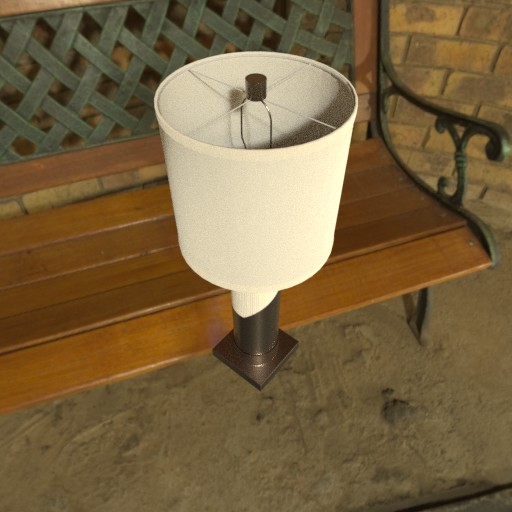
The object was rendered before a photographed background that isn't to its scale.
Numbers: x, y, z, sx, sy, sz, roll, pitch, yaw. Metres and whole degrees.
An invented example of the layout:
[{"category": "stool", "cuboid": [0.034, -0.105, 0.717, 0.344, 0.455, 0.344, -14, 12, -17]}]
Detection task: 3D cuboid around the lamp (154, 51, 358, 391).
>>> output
[{"category": "lamp", "cuboid": [0.000, 0.000, 0.618, 0.202, 0.509, 0.202, 31, 54, 26]}]
